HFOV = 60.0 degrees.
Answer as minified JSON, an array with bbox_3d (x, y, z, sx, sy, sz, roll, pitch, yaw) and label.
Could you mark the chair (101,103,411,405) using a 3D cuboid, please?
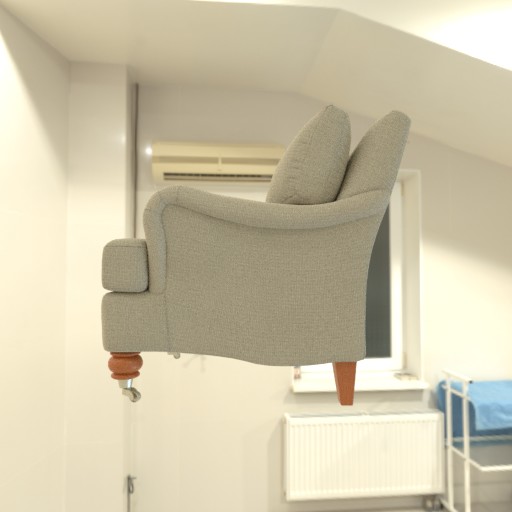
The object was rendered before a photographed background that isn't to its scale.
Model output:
[{"bbox_3d":[0.000,0.000,1.915,1.070,1.038,0.955,0,-2,1],"label":"chair"}]
